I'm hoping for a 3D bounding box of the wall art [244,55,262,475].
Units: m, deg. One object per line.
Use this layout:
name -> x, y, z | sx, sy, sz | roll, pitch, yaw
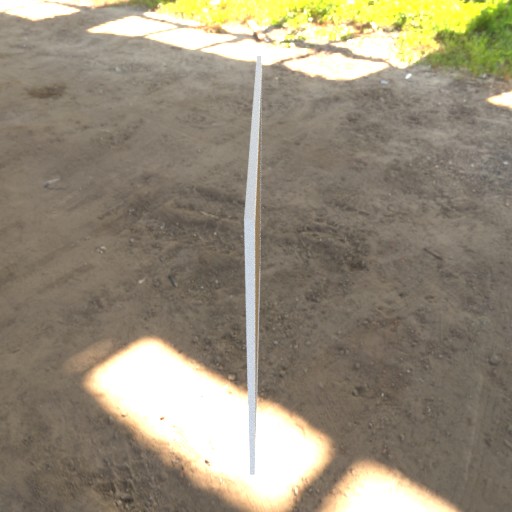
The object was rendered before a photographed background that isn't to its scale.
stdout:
wall art -> 0.000, 0.000, 1.210 | 0.015, 0.812, 0.812 | 1, 40, 1
